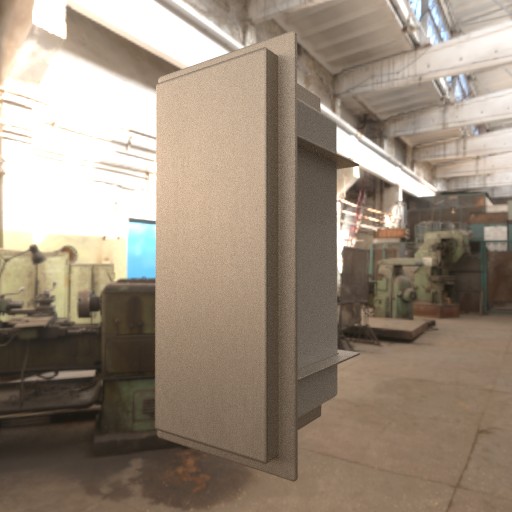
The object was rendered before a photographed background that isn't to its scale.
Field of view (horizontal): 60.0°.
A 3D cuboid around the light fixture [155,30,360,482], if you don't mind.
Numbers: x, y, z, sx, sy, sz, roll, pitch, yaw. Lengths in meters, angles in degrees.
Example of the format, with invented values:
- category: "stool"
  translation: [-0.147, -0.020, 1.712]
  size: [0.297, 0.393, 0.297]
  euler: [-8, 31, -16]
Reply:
- category: "light fixture"
  translation: [0.000, 0.000, 0.471]
  size: [0.168, 0.380, 0.160]
  euler: [-1, -1, 35]
